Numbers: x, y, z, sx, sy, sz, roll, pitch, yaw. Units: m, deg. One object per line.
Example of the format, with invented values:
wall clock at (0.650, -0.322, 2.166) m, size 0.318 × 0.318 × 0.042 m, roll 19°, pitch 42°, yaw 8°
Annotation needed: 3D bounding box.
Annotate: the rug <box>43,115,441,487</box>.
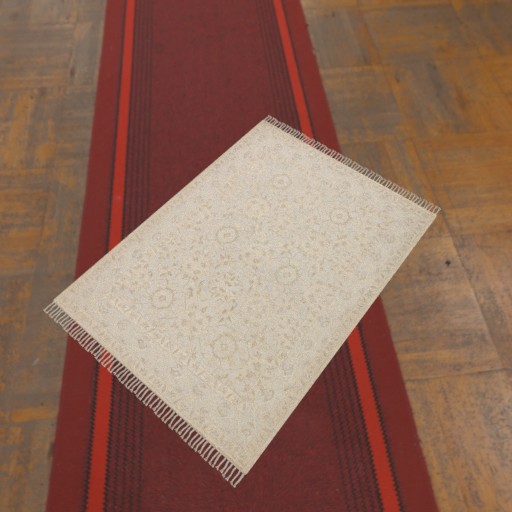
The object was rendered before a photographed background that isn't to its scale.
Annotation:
rug at (0.000, 0.000, 2.303) m, size 1.223 × 0.015 × 1.771 m, roll 34°, pitch 64°, yaw 19°
